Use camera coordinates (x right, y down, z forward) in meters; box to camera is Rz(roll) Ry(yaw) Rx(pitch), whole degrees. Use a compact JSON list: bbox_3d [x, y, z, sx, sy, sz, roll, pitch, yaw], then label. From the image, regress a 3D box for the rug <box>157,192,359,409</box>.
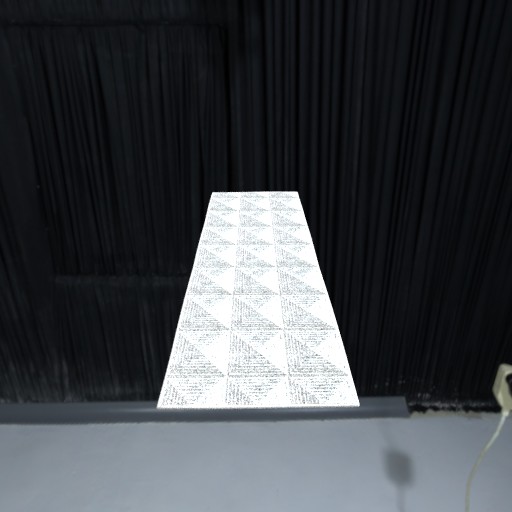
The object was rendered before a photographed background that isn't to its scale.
[{"bbox_3d":[0.000,0.000,2.369,0.645,0.015,2.182,0,26,0],"label":"rug"}]
